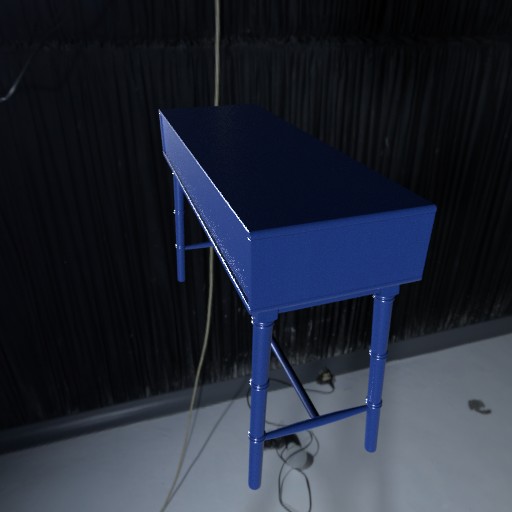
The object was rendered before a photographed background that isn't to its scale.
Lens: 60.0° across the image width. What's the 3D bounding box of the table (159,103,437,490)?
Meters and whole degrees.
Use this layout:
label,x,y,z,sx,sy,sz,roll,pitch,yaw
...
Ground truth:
label,x,y,z,sx,sy,sz,roll,pitch,yaw
table,0.000,0.000,1.449,0.399,0.749,1.118,-9,31,-16
